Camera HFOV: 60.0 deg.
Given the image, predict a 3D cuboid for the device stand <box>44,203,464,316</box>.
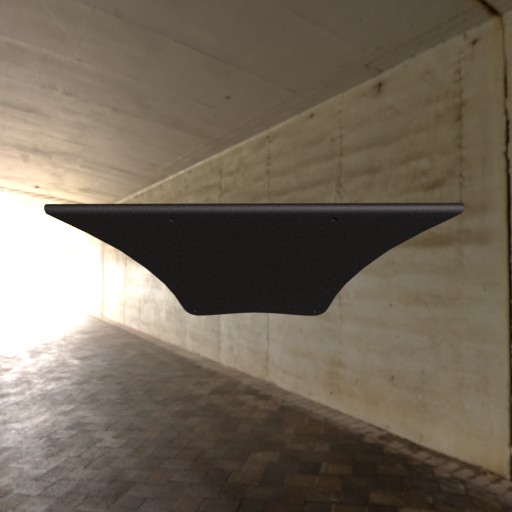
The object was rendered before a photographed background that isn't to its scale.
[{"bbox_3d":[0.000,0.000,0.354,0.230,0.092,0.230,0,-2,1],"label":"device stand"}]
